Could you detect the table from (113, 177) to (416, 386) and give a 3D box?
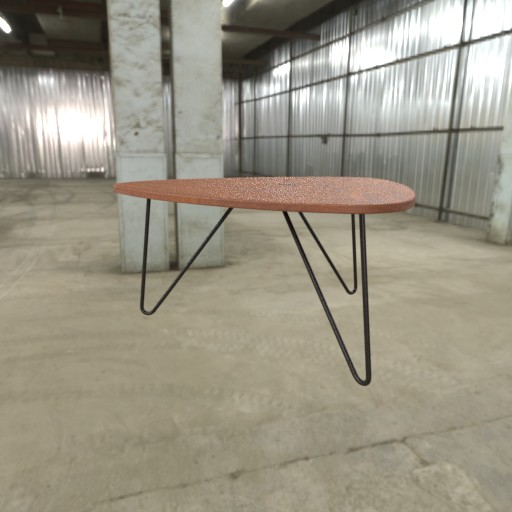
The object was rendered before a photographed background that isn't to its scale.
[{"bbox_3d":[0.000,0.000,1.290,0.821,0.413,0.833,2,14,10],"label":"table"}]
